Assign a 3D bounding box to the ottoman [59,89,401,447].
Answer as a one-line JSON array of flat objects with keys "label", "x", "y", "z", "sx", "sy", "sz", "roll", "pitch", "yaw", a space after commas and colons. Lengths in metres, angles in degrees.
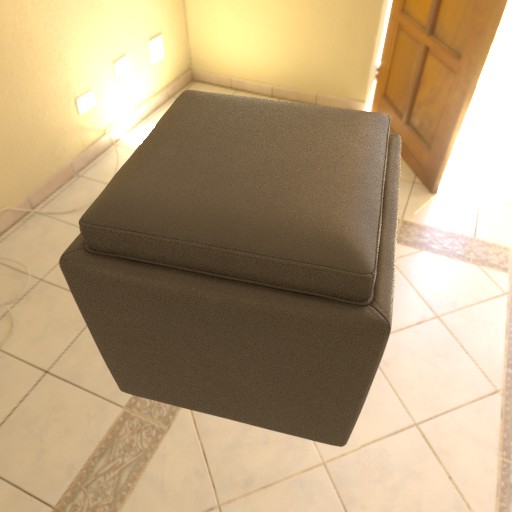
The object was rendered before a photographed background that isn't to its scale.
[{"label": "ottoman", "x": 0.000, "y": 0.000, "z": 0.805, "sx": 0.450, "sy": 0.460, "sz": 0.451, "roll": 10, "pitch": 47, "yaw": 10}]
